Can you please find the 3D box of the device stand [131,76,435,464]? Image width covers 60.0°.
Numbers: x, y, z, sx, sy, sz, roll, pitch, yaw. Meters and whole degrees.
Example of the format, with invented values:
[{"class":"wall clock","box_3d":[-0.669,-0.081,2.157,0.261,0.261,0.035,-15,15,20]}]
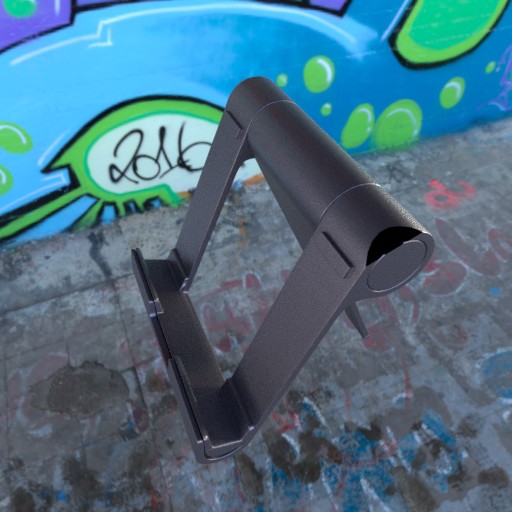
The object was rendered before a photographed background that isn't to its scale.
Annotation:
[{"class":"device stand","box_3d":[0.000,0.000,0.151,0.079,0.084,0.088,-18,49,-16]}]
